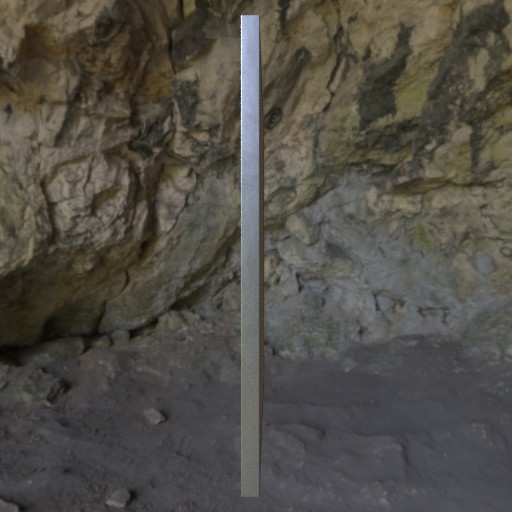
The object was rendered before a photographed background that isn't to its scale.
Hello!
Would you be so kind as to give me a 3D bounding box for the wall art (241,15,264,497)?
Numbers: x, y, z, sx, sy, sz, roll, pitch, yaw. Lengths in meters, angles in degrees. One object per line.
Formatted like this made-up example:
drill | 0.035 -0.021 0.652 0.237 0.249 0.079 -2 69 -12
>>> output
wall art | 0.000 0.000 1.379 0.041 1.062 0.803 0 0 2
